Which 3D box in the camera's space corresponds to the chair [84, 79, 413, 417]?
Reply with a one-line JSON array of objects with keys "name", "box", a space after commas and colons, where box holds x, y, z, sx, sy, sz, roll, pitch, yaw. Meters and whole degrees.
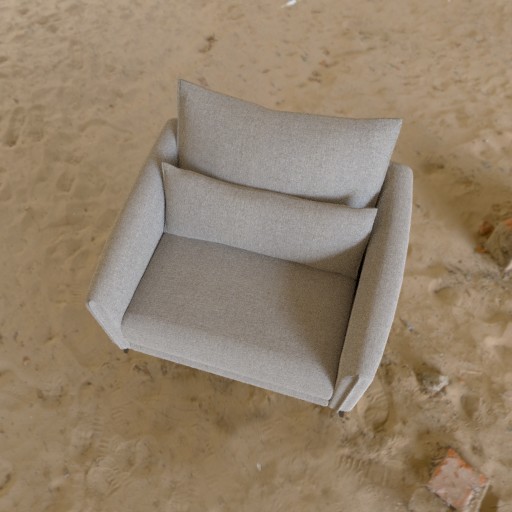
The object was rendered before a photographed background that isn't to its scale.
[{"name": "chair", "box": [0.000, 0.000, 1.630, 1.029, 0.856, 0.801, 14, 58, 9]}]
